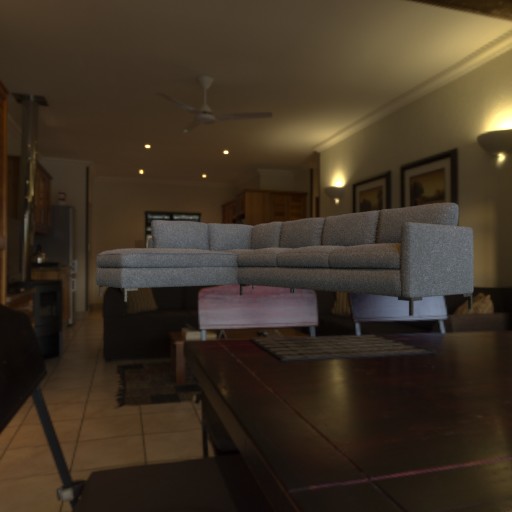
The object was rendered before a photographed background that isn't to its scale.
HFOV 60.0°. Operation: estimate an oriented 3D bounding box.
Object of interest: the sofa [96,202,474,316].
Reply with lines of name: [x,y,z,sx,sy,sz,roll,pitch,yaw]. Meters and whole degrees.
sofa: [0.000,0.000,3.954,2.007,0.815,2.949,0,-1,-35]
